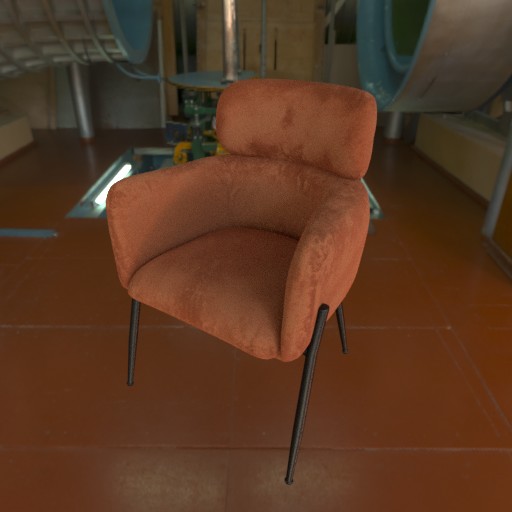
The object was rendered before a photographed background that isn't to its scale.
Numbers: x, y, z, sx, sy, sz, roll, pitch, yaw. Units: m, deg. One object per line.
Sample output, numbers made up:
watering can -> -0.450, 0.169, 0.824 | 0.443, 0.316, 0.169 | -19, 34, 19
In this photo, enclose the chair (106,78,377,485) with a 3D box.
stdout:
chair -> 0.000, 0.000, 1.113 | 0.561, 0.772, 0.523 | 19, 34, 30
